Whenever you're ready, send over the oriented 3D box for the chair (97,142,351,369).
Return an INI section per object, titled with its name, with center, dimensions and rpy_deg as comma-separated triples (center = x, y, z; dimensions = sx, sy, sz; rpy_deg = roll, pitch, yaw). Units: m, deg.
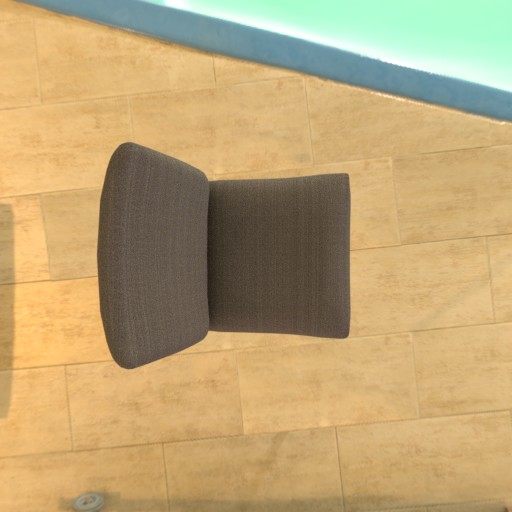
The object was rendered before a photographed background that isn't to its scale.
[chair]
center = 0.000, 0.000, 1.287
dimensions = 0.585, 0.940, 0.496
rpy_deg = 0, 90, 1
